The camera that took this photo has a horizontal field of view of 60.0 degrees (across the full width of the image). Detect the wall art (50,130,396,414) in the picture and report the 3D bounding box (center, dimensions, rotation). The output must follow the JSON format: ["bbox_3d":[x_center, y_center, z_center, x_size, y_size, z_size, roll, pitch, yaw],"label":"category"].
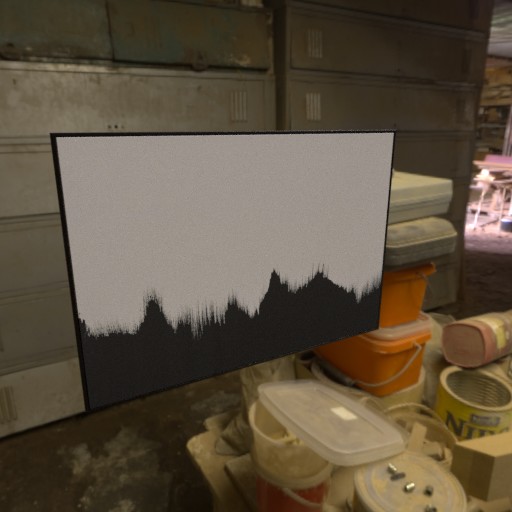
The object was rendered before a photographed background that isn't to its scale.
[{"bbox_3d":[0.000,0.000,1.217,0.957,0.660,0.019,-9,19,-28],"label":"wall art"}]
